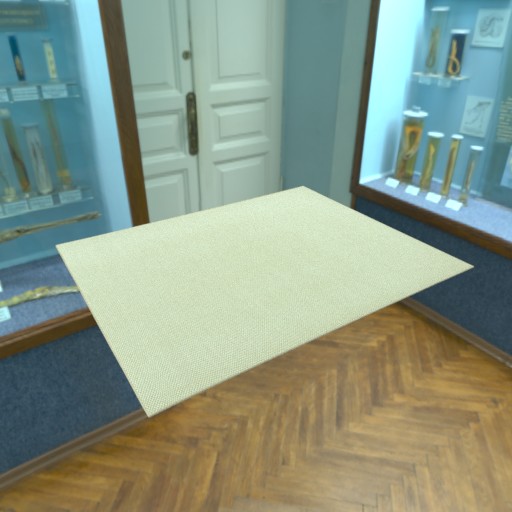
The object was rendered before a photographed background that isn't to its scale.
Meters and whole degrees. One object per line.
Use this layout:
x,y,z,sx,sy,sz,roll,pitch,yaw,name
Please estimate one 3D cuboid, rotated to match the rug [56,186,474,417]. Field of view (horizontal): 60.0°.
0.000,0.000,4.107,3.039,0.018,2.462,-18,34,-28,rug
